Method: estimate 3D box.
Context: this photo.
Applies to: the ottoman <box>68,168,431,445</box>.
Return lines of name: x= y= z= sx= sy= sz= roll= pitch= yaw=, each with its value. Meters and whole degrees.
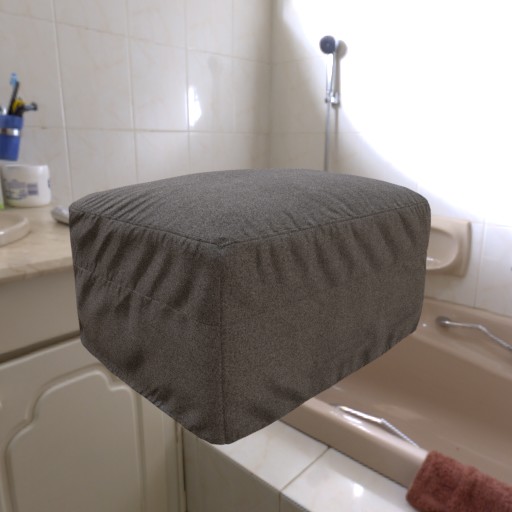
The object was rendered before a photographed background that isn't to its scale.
ottoman: x=0.000 y=0.000 z=1.251 sx=0.837 sy=0.481 sz=0.683 roll=-13 pitch=19 yaw=-43
